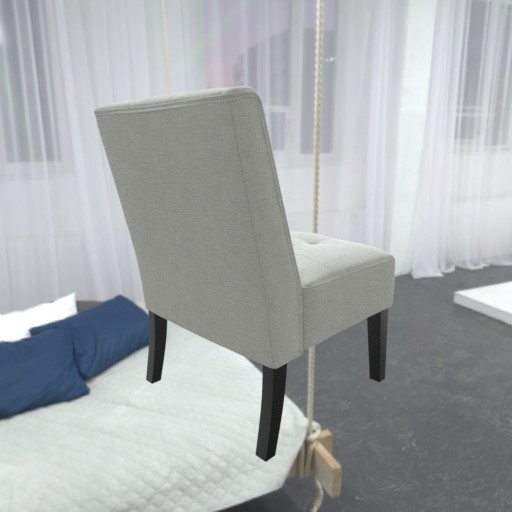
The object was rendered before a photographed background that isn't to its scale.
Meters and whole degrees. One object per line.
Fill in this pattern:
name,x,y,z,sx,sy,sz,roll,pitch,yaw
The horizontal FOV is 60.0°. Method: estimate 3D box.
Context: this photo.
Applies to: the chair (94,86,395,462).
chair,0.000,0.000,1.304,0.676,0.853,0.569,-13,19,-43
